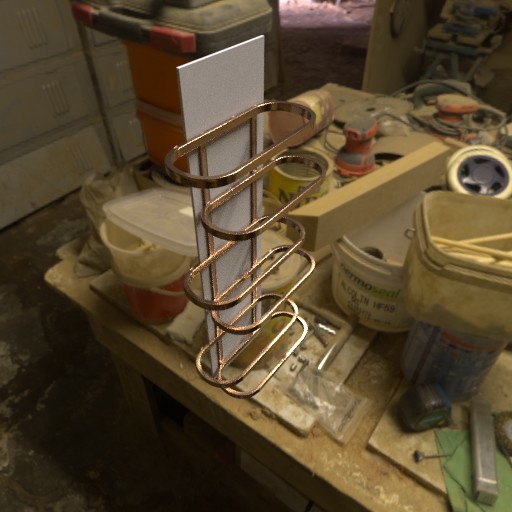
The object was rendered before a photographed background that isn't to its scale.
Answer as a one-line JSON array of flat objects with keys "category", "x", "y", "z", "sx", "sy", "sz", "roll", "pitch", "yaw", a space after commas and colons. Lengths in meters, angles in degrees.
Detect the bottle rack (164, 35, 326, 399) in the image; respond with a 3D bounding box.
[{"category": "bottle rack", "x": 0.000, "y": 0.000, "z": 0.830, "sx": 0.118, "sy": 0.709, "sz": 0.332, "roll": 27, "pitch": 48, "yaw": 27}]
